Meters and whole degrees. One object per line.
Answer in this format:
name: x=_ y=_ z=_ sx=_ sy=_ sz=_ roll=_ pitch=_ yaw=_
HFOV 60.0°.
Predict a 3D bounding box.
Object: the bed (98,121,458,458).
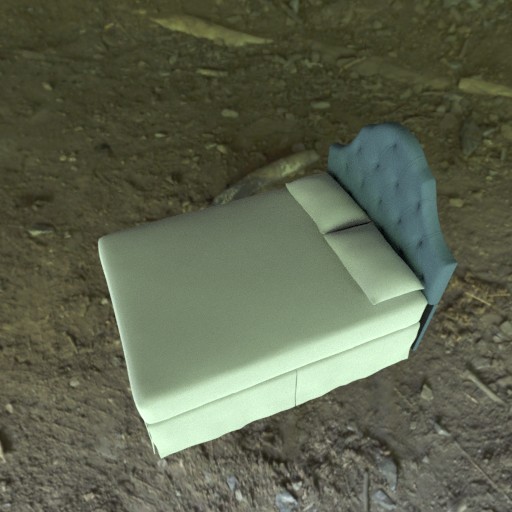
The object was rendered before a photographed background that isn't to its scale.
bed: x=0.000 y=0.000 z=3.191 sx=2.155 sy=1.575 sz=1.636 roll=-17 pitch=49 yaw=-15
